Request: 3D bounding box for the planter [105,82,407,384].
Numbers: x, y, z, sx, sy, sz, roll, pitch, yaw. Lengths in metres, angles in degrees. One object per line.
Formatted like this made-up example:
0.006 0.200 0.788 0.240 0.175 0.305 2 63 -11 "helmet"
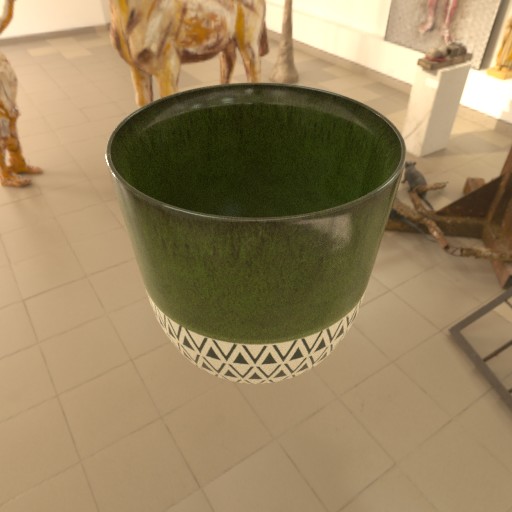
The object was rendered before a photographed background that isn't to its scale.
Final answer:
0.000 0.000 0.459 0.245 0.270 0.245 0 41 0 "planter"
